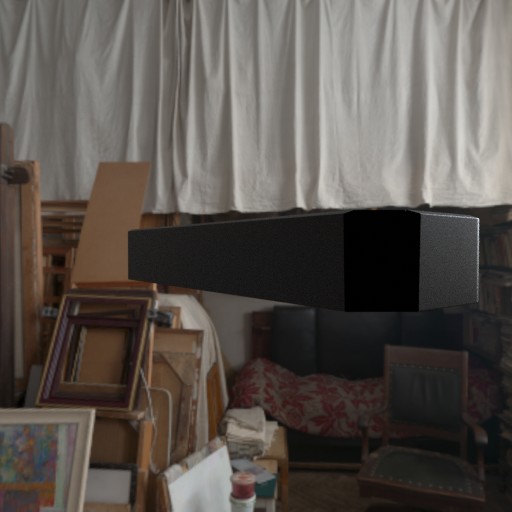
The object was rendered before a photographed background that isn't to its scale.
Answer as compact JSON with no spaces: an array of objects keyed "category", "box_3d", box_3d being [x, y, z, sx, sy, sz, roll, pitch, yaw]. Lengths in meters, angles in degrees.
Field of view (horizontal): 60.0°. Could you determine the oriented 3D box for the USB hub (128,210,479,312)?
[{"category":"USB hub","box_3d":[0.000,0.000,0.163,0.044,0.023,0.145,-1,1,-37]}]
